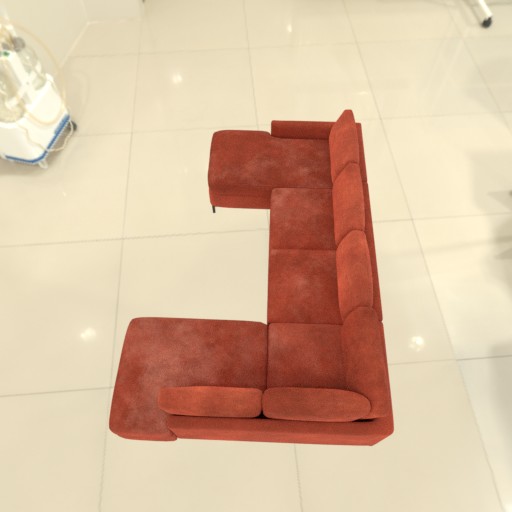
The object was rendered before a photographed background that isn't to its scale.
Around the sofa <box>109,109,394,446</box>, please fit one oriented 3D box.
[{"bbox_3d":[0.000,0.000,3.834,1.981,0.858,2.971,2,60,1],"label":"sofa"}]
